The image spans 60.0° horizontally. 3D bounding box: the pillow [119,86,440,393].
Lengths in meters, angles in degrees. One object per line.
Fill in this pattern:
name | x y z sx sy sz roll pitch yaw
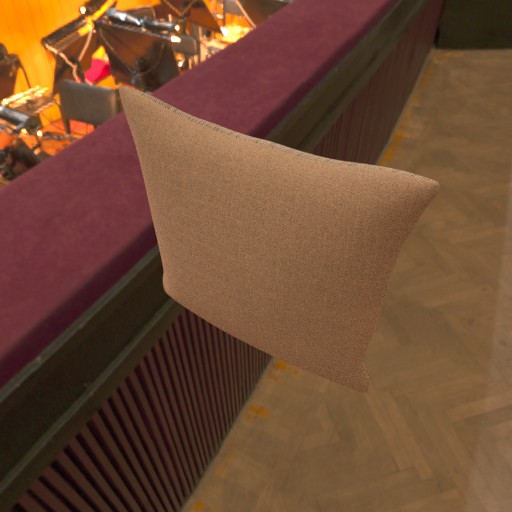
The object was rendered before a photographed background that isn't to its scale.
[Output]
pillow | 0.000 0.000 0.785 0.512 0.506 0.178 23 50 21
